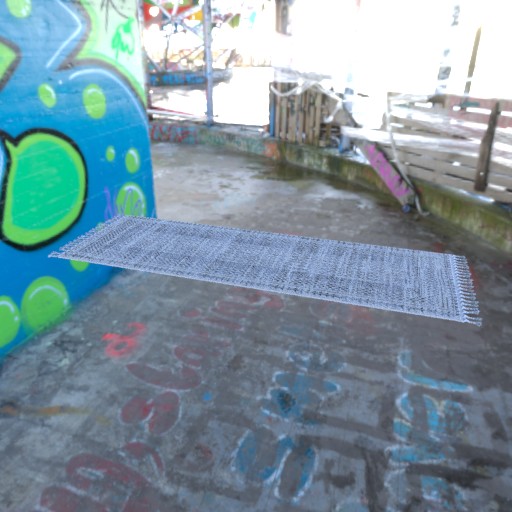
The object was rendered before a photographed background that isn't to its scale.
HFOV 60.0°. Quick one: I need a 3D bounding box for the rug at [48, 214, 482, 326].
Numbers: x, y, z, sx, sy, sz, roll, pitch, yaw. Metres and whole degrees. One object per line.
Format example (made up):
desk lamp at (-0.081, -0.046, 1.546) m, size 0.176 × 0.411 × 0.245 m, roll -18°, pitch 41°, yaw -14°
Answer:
rug at (0.000, 0.000, 2.731) m, size 2.480 × 0.013 × 0.786 m, roll 8°, pitch 27°, yaw 16°
